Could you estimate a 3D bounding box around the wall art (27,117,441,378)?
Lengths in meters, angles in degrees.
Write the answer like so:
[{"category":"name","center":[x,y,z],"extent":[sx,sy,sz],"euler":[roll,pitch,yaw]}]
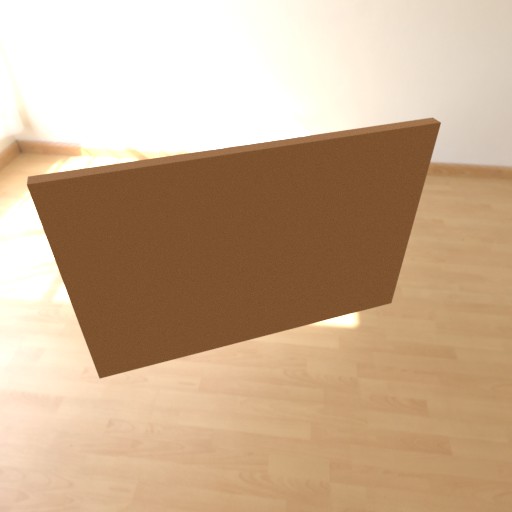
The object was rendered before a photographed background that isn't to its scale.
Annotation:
[{"category":"wall art","center":[0.000,0.000,1.146],"extent":[0.915,0.608,0.033],"euler":[-12,41,-14]}]
